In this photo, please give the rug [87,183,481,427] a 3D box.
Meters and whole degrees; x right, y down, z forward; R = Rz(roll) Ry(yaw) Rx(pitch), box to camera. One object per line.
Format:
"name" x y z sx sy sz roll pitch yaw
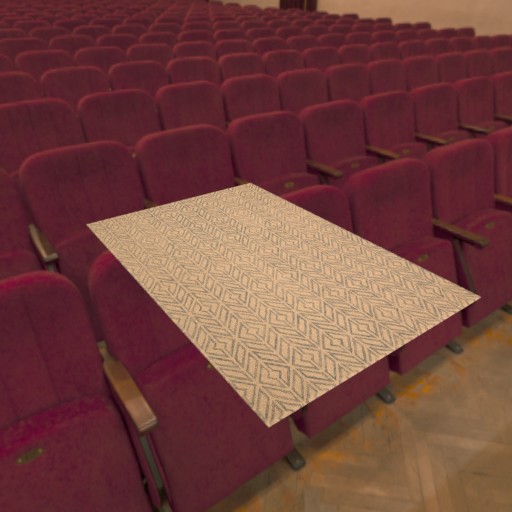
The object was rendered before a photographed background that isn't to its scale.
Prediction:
"rug" 0.000 0.000 2.359 1.220 0.008 1.824 -20 35 -31
